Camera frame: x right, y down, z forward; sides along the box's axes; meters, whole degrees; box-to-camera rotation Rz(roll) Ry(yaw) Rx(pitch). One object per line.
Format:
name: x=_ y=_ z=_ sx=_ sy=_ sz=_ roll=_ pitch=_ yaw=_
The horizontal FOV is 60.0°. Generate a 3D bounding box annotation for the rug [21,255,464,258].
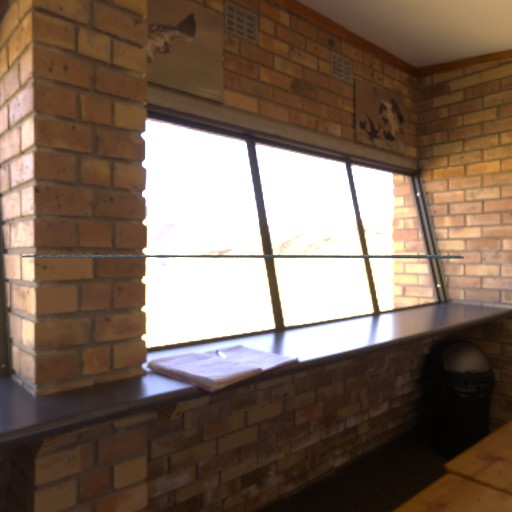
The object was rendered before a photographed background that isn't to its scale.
rug: x=0.000 y=0.000 z=2.842 sx=2.205 sy=0.012 sz=1.554 roll=0 pitch=0 yaw=16
